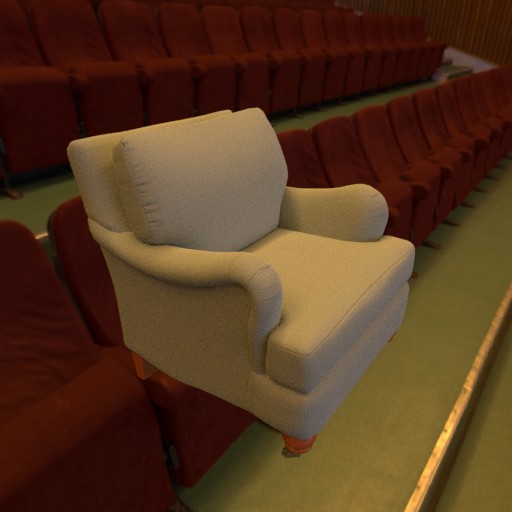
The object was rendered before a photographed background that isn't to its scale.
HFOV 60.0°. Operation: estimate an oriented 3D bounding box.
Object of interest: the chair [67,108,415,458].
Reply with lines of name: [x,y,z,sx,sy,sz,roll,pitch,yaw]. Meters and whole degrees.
chair: [0.000,0.000,1.819,1.070,1.038,0.955,18,32,32]
